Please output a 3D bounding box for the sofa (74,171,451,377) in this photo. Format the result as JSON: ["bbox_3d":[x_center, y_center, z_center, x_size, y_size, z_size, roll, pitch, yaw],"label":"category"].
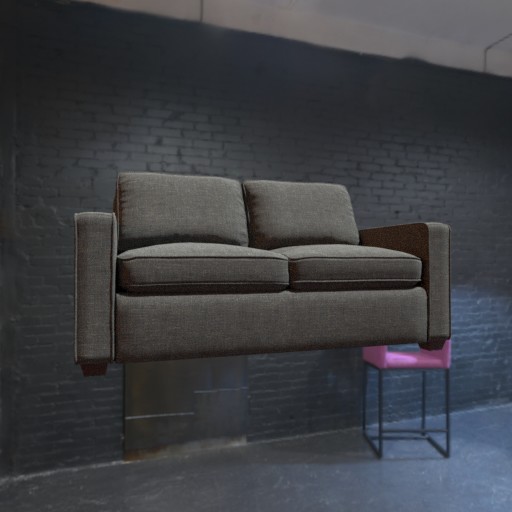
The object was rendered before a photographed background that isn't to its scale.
[{"bbox_3d":[0.000,0.000,2.301,1.709,0.918,0.947,0,0,-18],"label":"sofa"}]
